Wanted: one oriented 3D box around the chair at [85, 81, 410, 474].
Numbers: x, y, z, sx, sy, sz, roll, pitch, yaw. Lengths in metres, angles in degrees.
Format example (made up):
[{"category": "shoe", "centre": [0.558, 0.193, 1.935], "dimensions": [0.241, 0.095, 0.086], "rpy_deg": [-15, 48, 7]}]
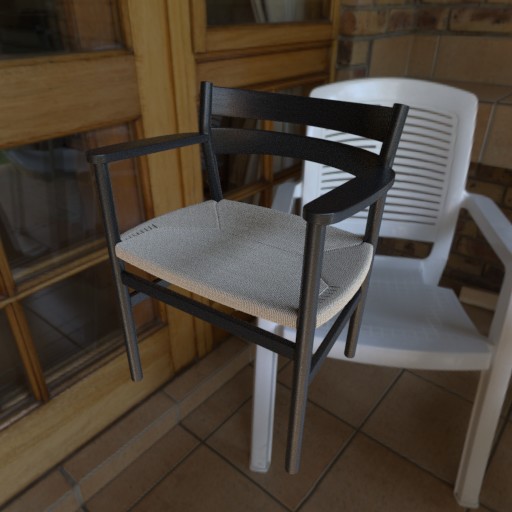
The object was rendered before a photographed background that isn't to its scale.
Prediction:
[{"category": "chair", "centre": [0.000, 0.000, 1.153], "dimensions": [0.630, 0.775, 0.508], "rpy_deg": [18, 35, 29]}]
